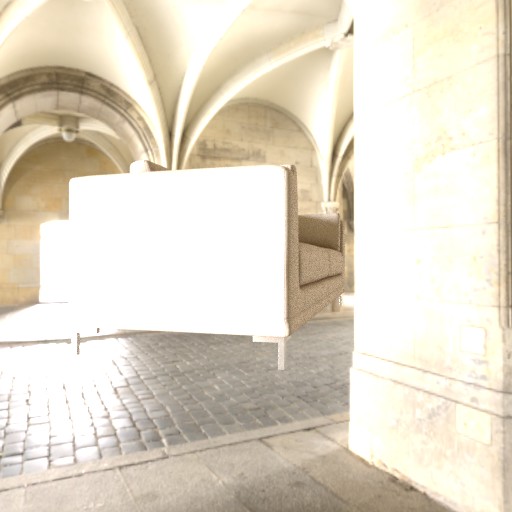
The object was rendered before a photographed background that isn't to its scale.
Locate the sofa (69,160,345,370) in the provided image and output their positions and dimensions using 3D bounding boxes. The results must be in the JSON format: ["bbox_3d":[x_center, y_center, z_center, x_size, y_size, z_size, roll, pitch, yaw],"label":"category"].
[{"bbox_3d":[0.000,0.000,2.904,0.969,0.867,2.415,0,-1,16],"label":"sofa"}]
